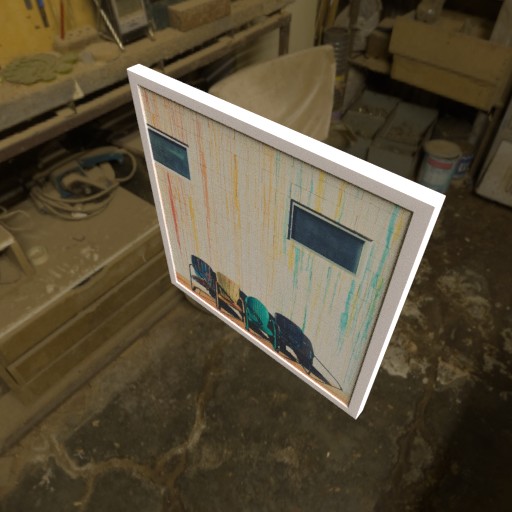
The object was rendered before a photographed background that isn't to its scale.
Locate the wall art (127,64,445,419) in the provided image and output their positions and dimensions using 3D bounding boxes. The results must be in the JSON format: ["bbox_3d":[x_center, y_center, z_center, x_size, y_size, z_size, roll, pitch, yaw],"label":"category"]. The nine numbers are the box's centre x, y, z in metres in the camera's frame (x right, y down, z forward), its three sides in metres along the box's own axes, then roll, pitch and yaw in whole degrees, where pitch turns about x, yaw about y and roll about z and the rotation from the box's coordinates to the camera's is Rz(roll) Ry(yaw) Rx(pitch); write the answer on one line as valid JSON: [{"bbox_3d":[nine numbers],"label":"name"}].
[{"bbox_3d":[0.000,0.000,1.136,0.760,0.760,0.036,32,54,27],"label":"wall art"}]
